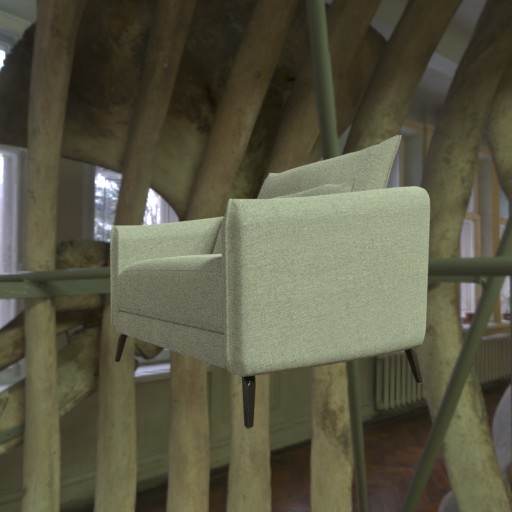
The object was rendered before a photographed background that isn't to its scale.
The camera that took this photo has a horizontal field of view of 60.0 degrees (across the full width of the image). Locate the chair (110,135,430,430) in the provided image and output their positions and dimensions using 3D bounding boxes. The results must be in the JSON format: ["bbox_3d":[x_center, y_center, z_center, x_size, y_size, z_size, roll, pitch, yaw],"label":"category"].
[{"bbox_3d":[0.000,0.000,1.645,0.801,0.856,1.029,1,-2,-36],"label":"chair"}]
